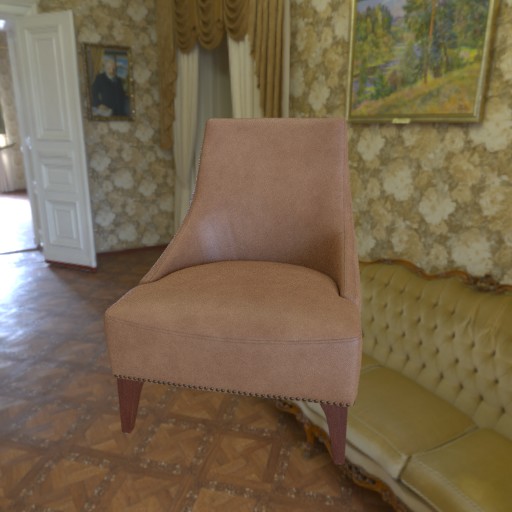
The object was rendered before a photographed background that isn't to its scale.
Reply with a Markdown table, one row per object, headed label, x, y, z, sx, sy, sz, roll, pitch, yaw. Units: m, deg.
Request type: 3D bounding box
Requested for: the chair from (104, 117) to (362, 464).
| label | x | y | z | sx | sy | sz | roll | pitch | yaw |
| --- | --- | --- | --- | --- | --- | --- | --- | --- | --- |
| chair | 0.000 | 0.000 | 1.492 | 0.701 | 0.909 | 0.861 | 3 | 16 | 11 |
